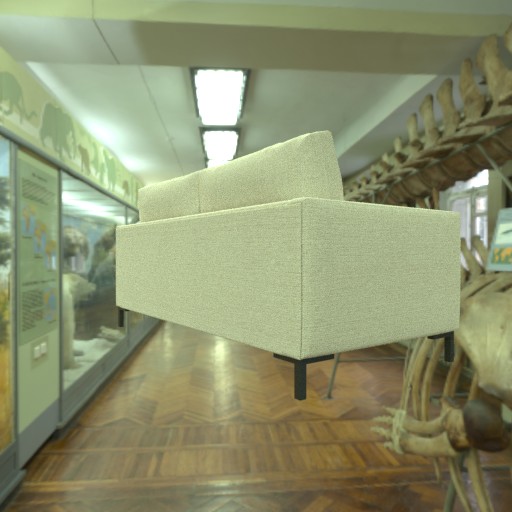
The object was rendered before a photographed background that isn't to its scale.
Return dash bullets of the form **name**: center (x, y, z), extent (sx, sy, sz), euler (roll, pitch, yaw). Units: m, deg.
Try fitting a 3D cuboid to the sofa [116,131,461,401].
- **sofa**: center (0.000, 0.000, 2.130), extent (0.839, 0.812, 1.651), euler (0, 0, -36)
